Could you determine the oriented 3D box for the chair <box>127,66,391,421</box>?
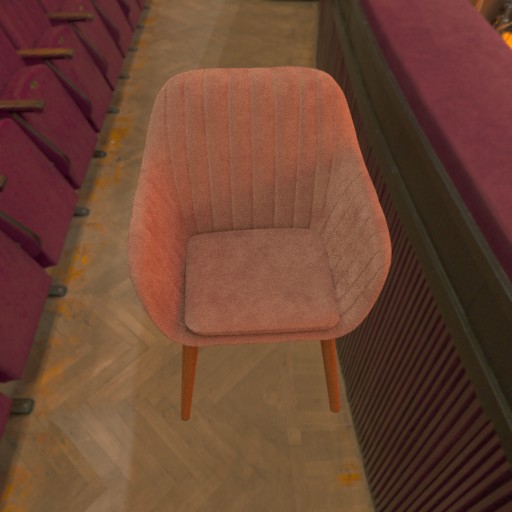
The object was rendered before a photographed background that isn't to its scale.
[{"bbox_3d":[0.000,0.000,1.252,0.610,0.832,0.570,-2,46,-2],"label":"chair"}]
